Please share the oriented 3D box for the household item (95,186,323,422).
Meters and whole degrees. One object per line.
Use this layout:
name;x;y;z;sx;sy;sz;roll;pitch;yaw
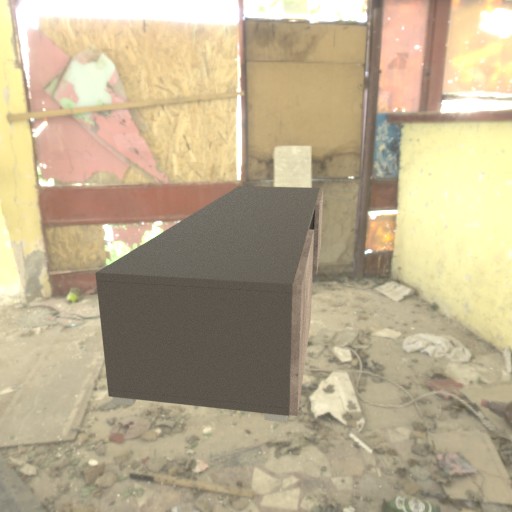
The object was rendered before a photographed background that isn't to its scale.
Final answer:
household item;0.000;0.000;1.574;0.420;0.310;1.400;3;16;10
